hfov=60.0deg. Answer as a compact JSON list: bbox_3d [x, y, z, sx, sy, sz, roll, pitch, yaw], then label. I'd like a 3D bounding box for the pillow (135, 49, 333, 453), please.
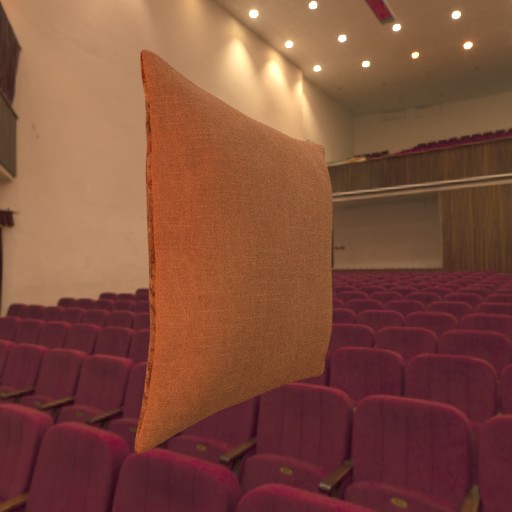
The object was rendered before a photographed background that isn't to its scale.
[{"bbox_3d":[0.000,0.000,0.766,0.166,0.506,0.523,-2,-3,34],"label":"pillow"}]
